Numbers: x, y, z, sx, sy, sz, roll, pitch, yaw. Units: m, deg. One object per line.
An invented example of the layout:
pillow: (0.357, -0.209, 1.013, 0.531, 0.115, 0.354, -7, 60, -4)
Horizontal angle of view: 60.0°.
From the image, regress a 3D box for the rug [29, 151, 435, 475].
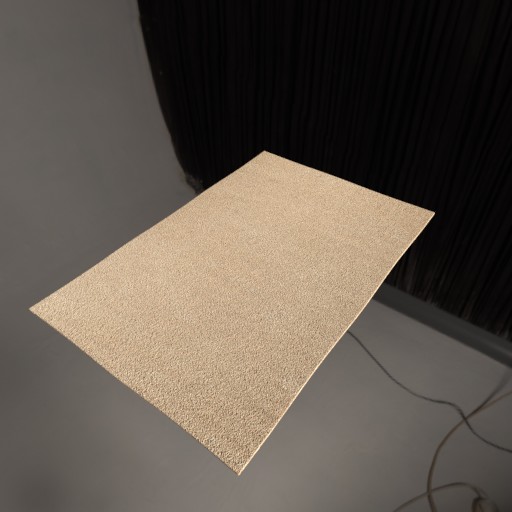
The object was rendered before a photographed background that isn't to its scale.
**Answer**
rug: (0.000, 0.000, 3.389, 1.800, 0.025, 2.699, 26, 48, 26)
